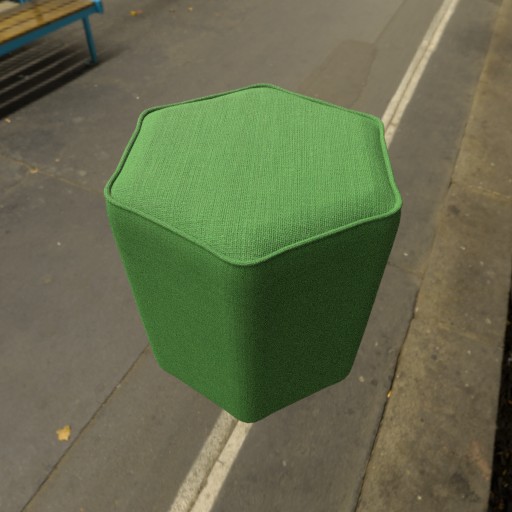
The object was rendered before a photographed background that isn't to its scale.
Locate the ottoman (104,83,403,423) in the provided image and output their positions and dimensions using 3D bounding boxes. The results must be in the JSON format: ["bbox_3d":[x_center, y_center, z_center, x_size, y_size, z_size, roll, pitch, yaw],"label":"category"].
[{"bbox_3d":[0.000,0.000,0.891,0.444,0.507,0.499,3,47,3],"label":"ottoman"}]
